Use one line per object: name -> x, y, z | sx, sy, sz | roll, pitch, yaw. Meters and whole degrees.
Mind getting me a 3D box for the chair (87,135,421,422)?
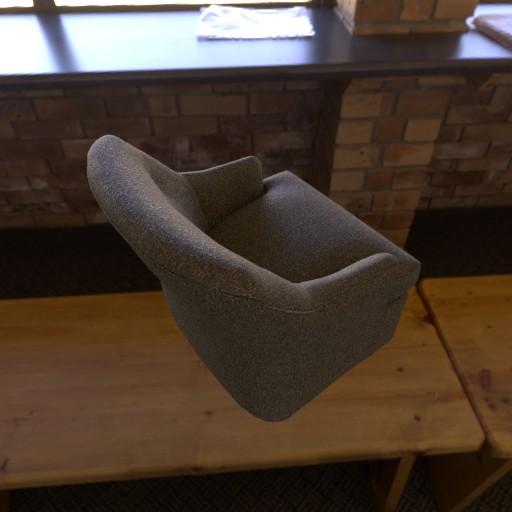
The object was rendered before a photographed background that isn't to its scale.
chair -> 0.000, 0.000, 1.587 | 0.923, 0.856, 0.864 | -26, 49, -25
